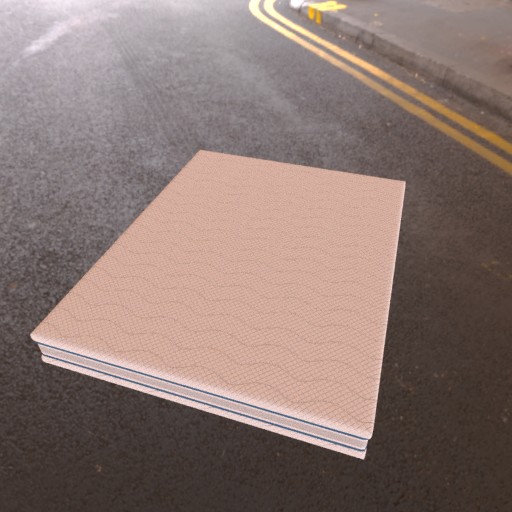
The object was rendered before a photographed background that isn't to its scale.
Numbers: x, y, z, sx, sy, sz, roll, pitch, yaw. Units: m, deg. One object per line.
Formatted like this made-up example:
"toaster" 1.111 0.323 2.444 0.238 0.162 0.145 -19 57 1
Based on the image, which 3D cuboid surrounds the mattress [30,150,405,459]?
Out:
"mattress" 0.000 0.000 2.694 1.600 0.230 2.000 12 41 14
